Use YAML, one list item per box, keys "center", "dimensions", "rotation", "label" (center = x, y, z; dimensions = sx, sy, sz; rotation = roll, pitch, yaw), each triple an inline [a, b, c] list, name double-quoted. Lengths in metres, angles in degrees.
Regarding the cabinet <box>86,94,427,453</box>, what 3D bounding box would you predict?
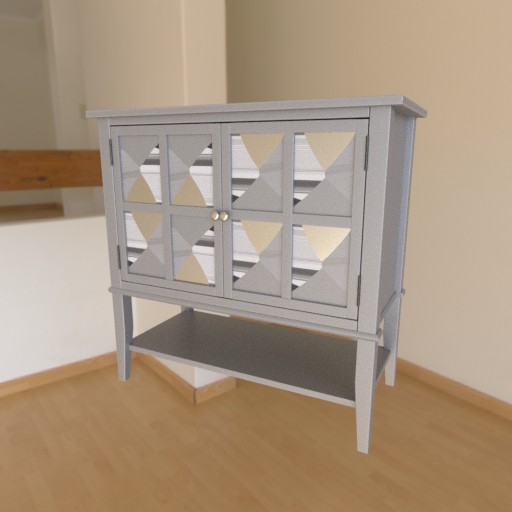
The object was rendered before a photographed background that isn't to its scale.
- center: [0.000, 0.000, 1.248]
  dimensions: [0.801, 0.780, 0.396]
  rotation: [7, 15, 26]
  label: "cabinet"
